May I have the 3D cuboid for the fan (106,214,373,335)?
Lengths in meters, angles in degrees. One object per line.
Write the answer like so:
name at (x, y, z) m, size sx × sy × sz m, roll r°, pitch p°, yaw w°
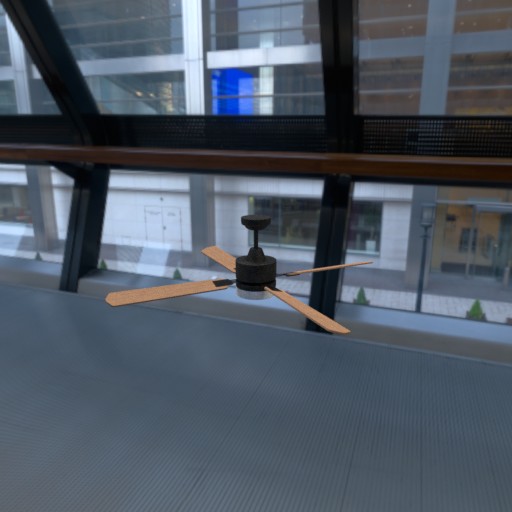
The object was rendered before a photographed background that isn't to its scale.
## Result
fan at (0.000, 0.000, 2.003) m, size 1.320 × 0.355 × 1.320 m, roll -7°, pitch 16°, yaw -25°
